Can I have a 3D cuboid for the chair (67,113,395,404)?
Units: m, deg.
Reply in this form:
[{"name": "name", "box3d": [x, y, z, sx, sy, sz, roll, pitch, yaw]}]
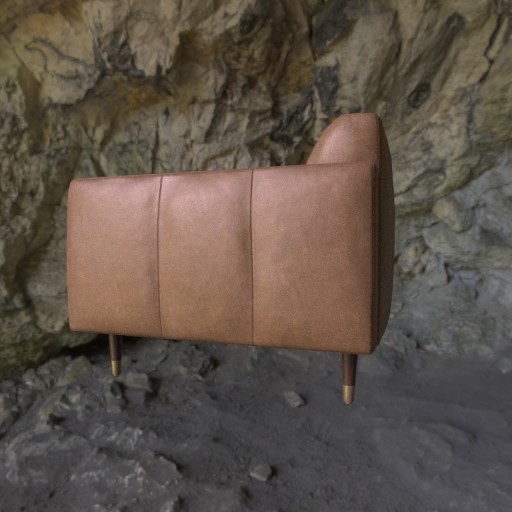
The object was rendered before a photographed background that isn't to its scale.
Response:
[{"name": "chair", "box3d": [0.000, 0.000, 1.681, 0.998, 0.819, 0.953, 1, 2, 20]}]
